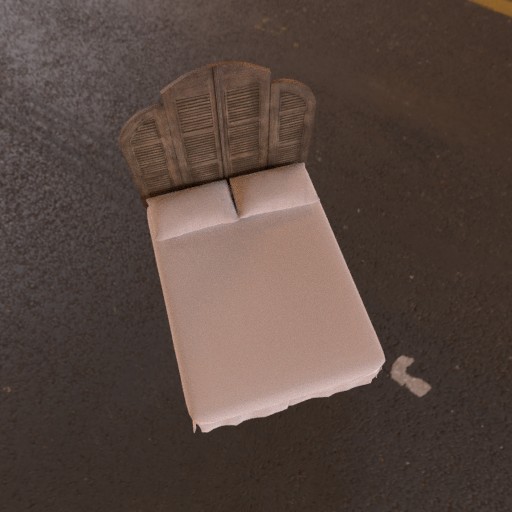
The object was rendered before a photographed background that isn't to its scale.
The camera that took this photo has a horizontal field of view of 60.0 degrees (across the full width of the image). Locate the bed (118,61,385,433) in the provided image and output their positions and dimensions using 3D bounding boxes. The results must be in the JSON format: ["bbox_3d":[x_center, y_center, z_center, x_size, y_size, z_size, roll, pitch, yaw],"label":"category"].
[{"bbox_3d":[0.000,0.000,3.513,1.713,2.019,2.138,-14,64,-7],"label":"bed"}]
